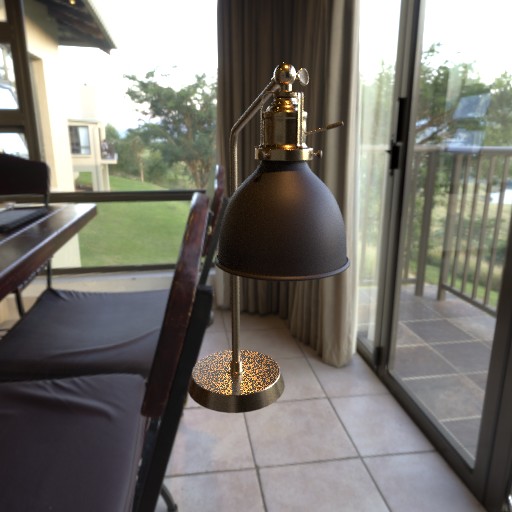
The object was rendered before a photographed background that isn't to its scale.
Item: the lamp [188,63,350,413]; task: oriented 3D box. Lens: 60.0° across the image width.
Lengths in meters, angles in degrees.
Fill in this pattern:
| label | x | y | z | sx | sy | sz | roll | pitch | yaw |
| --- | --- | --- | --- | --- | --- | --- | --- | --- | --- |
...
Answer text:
| label | x | y | z | sx | sy | sz | roll | pitch | yaw |
| --- | --- | --- | --- | --- | --- | --- | --- | --- | --- |
| lamp | 0.000 | 0.000 | 0.586 | 0.160 | 0.456 | 0.291 | -8 | 17 | -27 |
